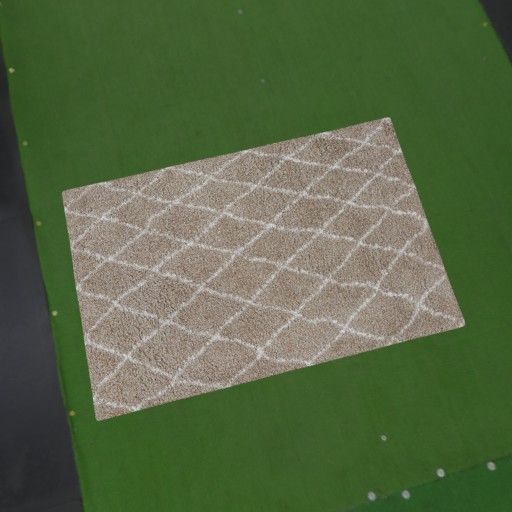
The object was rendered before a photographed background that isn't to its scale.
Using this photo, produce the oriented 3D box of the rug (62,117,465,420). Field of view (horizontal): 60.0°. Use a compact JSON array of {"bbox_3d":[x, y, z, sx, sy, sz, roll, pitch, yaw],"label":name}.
[{"bbox_3d":[0.000,0.000,3.397,2.743,0.030,1.778,-14,76,-3],"label":"rug"}]
